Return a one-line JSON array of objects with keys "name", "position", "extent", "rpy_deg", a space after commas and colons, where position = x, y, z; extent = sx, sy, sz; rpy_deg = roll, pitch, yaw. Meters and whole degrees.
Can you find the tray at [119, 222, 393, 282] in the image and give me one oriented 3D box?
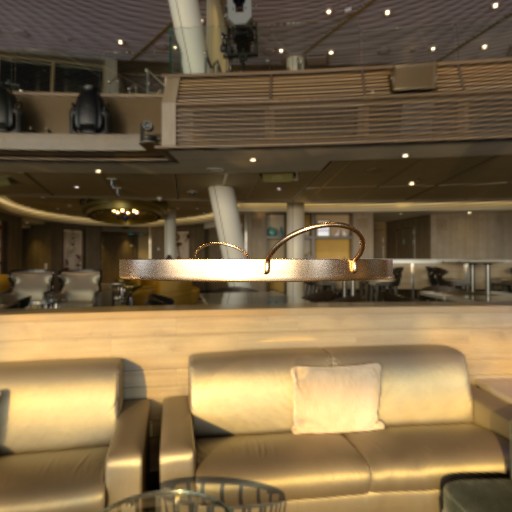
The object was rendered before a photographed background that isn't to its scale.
[{"name": "tray", "position": [0.000, 0.000, 0.743], "extent": [0.438, 0.069, 0.543], "rpy_deg": [0, -1, -19]}]
